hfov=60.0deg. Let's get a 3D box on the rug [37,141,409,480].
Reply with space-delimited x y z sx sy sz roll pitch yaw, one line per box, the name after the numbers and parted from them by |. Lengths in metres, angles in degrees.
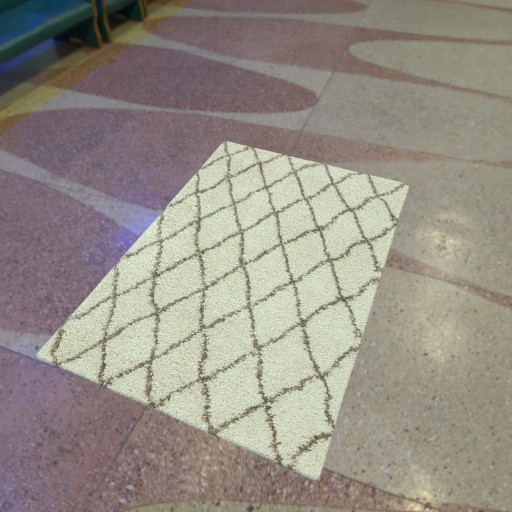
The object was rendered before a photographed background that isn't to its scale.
0.000 0.000 2.229 1.219 0.030 1.778 17 49 16 | rug
